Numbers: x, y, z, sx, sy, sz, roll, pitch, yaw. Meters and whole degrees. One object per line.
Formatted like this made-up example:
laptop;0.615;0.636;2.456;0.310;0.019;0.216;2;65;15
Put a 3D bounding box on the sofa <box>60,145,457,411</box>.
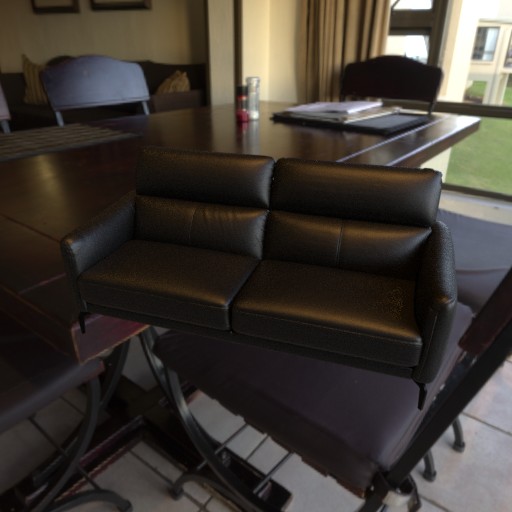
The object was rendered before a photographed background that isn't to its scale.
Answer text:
sofa;0.000;0.000;2.501;2.069;0.957;0.856;8;28;16
